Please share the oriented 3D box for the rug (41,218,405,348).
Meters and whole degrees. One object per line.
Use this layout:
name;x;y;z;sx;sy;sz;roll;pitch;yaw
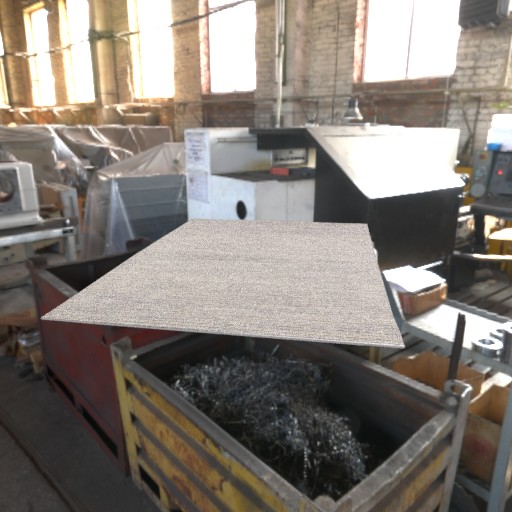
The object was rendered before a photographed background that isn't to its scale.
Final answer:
rug;0.000;0.000;2.973;1.604;0.030;2.307;3;17;10
